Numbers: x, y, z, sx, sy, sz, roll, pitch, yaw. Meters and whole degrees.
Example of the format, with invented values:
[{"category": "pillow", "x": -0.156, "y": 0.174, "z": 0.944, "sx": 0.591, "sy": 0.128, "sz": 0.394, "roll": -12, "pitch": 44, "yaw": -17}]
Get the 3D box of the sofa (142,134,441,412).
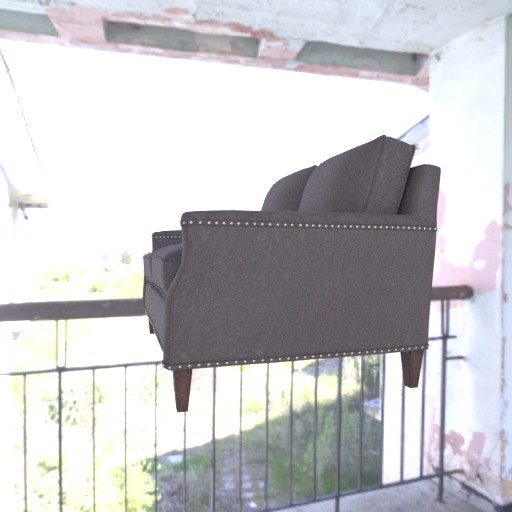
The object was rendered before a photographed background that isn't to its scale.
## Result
[{"category": "sofa", "x": 0.000, "y": 0.000, "z": 2.290, "sx": 1.084, "sy": 1.003, "sz": 1.597, "roll": 0, "pitch": 1, "yaw": -17}]
